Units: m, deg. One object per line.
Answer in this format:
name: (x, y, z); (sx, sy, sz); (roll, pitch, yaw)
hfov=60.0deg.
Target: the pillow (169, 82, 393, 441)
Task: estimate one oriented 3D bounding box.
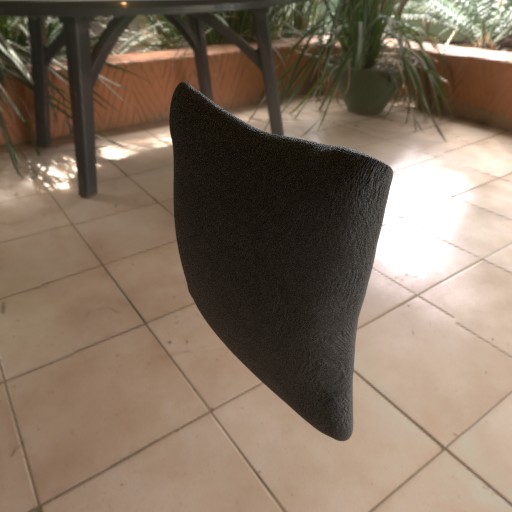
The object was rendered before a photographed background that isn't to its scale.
pillow: (0.000, 0.000, 0.808); (0.210, 0.523, 0.533); (-22, 39, -30)
